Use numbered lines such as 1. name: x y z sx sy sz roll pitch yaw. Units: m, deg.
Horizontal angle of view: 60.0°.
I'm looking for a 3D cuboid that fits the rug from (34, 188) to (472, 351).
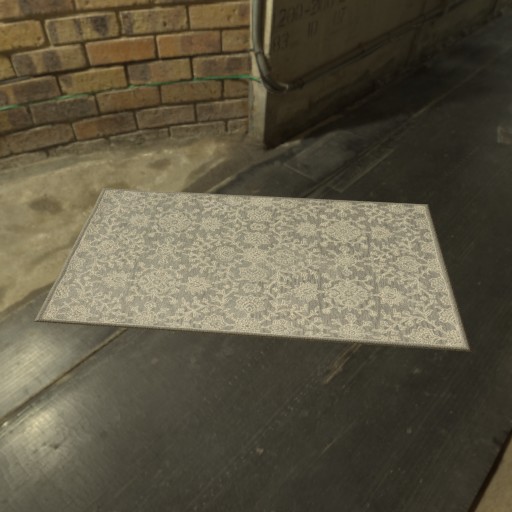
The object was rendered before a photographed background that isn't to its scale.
1. rug: 0.000 0.000 3.609 3.048 0.011 1.546 3 46 3
